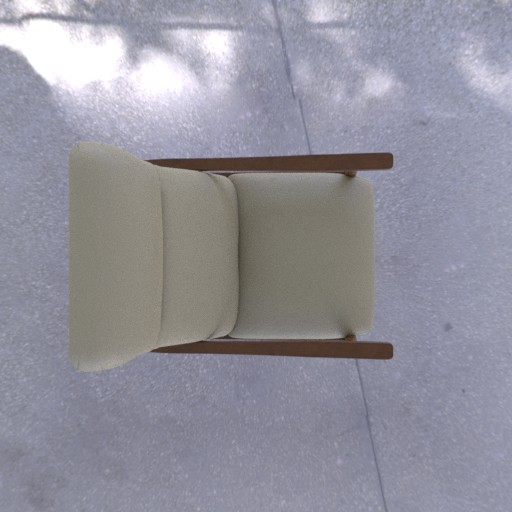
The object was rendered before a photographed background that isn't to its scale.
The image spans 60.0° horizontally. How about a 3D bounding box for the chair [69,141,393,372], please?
[{"bbox_3d":[0.000,0.000,1.715,1.014,1.082,0.762,0,90,0],"label":"chair"}]
